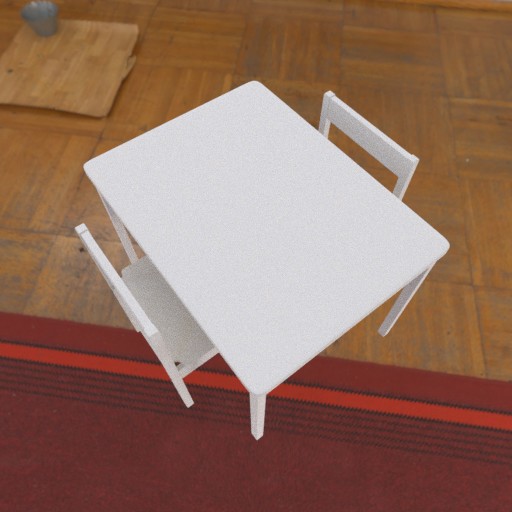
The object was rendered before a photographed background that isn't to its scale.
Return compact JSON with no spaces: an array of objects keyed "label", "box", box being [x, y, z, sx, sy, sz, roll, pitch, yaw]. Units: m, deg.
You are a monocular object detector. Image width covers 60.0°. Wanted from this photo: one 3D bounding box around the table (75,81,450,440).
[{"label":"table","box":[0.000,0.000,1.120,0.672,0.503,0.650,-33,64,-19]}]
